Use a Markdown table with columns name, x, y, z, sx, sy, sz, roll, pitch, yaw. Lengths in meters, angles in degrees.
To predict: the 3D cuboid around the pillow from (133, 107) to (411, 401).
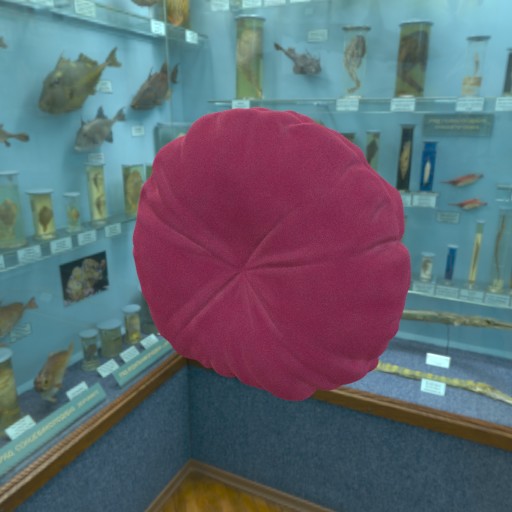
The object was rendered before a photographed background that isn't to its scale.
| name | x | y | z | sx | sy | sz | roll | pitch | yaw |
| --- | --- | --- | --- | --- | --- | --- | --- | --- | --- |
| pillow | 0.000 | 0.000 | 0.640 | 0.428 | 0.407 | 0.148 | 9 | 19 | 26 |
